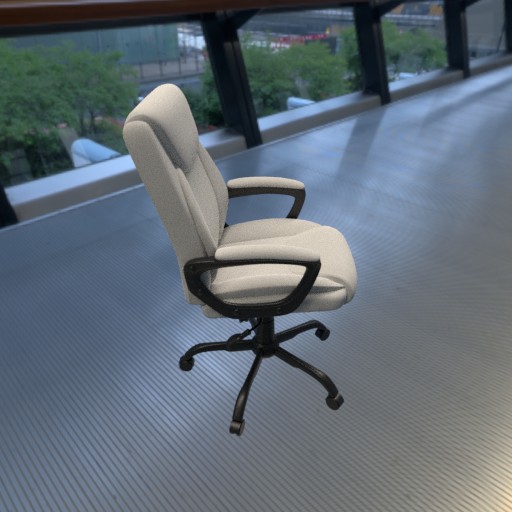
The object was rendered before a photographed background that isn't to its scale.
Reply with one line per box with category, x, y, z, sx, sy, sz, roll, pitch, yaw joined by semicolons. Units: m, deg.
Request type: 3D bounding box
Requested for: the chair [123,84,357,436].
chair;0.000;0.000;1.512;0.669;1.065;0.663;0;31;0
